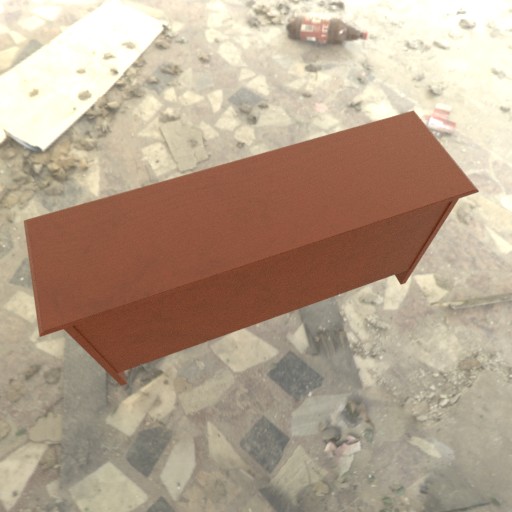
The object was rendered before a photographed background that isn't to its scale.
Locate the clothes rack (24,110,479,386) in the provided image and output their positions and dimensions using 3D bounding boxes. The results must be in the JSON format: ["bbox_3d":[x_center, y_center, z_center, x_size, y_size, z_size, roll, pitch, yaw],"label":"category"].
[{"bbox_3d":[0.000,0.000,1.506,1.251,0.594,0.362,-18,61,-10],"label":"clothes rack"}]
